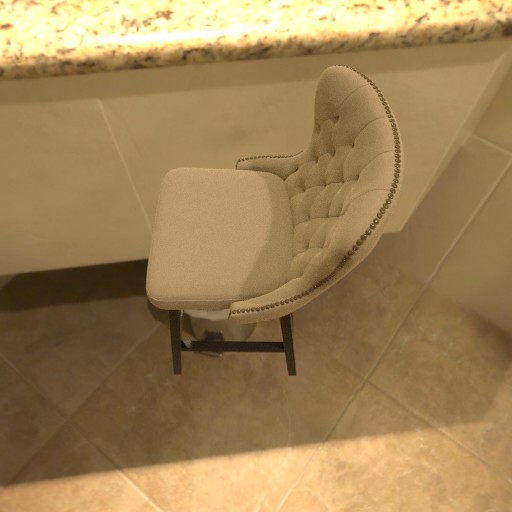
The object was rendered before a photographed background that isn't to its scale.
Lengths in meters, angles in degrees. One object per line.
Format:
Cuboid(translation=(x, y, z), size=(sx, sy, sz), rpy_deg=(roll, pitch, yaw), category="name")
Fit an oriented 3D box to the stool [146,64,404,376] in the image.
Cuboid(translation=(0.000, 0.000, 1.301), size=(0.593, 0.971, 0.528), rpy_deg=(1, 59, 0), category="stool")
